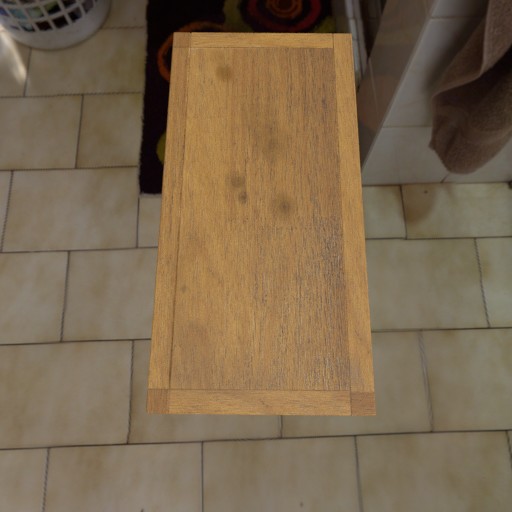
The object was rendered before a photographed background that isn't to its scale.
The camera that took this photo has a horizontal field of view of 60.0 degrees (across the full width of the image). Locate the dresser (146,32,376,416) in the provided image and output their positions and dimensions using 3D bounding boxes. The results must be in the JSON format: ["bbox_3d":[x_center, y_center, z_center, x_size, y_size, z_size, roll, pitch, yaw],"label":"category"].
[{"bbox_3d":[0.000,0.000,1.261,0.427,0.804,0.804,0,74,0],"label":"dresser"}]
